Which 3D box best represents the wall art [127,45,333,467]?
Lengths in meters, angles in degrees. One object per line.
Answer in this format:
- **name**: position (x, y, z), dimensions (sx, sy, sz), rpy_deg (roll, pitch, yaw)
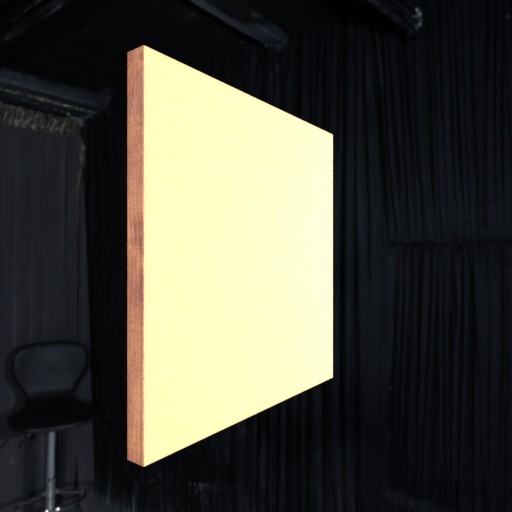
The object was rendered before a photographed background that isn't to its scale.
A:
- **wall art**: position (0.000, 0.000, 0.833), dimensions (0.037, 0.572, 0.554), rpy_deg (0, 0, 37)
